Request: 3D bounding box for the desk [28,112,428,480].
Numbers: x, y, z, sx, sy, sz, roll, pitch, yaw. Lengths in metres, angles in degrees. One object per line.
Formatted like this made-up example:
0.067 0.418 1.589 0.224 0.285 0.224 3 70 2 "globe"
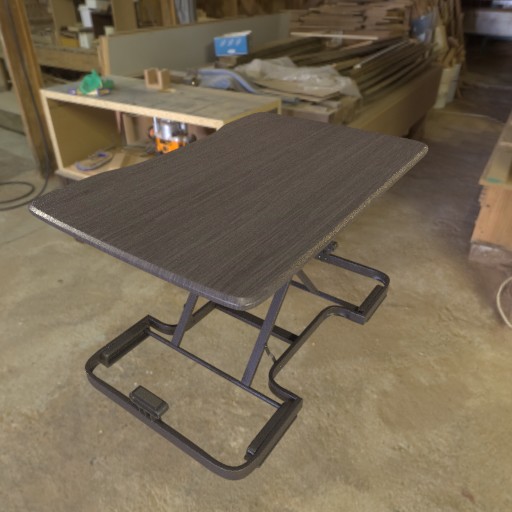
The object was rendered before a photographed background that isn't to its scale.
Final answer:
0.000 0.000 1.123 0.546 0.470 0.820 21 39 29 "desk"
